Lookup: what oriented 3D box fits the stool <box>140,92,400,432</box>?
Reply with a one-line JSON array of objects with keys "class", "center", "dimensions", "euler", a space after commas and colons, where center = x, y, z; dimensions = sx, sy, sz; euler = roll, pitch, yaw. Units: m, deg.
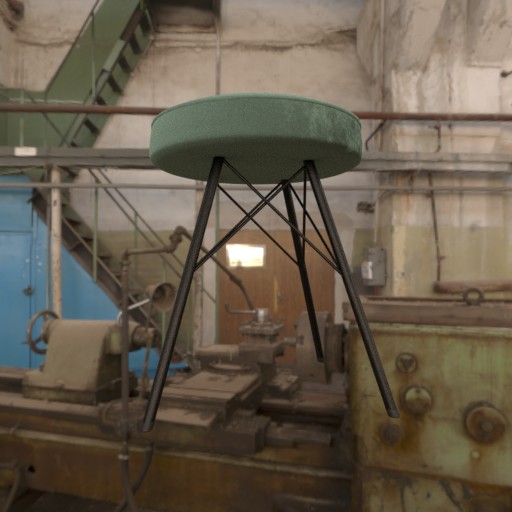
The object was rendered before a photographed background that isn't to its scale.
[{"class": "stool", "center": [0.000, 0.000, 0.873], "dimensions": [0.458, 0.519, 0.457], "euler": [0, -1, 0]}]
